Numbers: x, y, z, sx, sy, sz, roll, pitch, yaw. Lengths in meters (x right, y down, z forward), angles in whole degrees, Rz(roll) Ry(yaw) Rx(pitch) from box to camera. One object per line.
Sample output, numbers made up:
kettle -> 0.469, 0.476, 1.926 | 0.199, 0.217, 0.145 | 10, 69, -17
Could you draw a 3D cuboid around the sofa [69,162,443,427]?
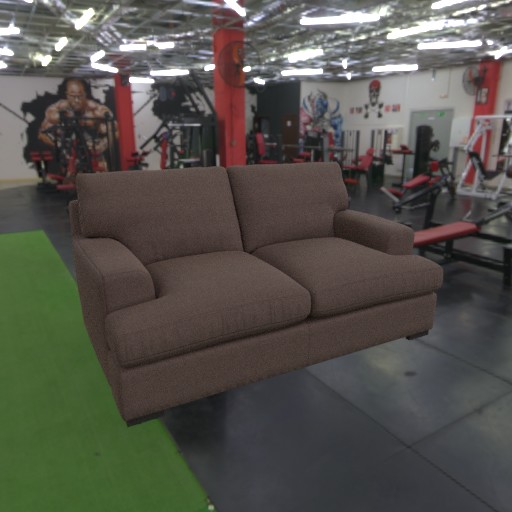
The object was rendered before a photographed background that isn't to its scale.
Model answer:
sofa -> 0.000, 0.000, 2.517 | 1.869, 0.950, 1.140 | -9, 19, -27
